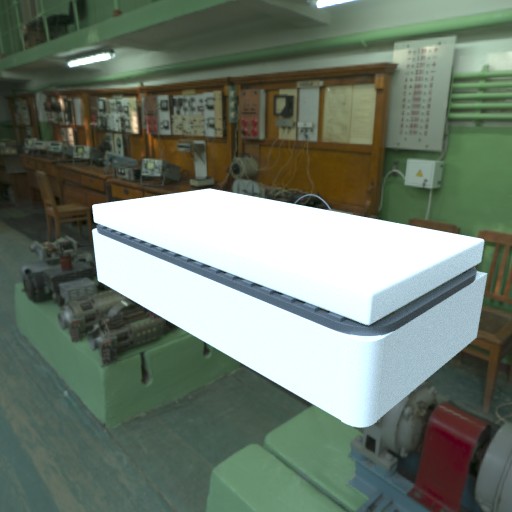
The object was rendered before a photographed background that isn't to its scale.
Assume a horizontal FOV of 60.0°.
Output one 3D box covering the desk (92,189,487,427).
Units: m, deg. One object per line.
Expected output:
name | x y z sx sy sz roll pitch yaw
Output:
desk | 0.000 0.000 2.248 0.900 0.526 1.900 -16 24 -41
